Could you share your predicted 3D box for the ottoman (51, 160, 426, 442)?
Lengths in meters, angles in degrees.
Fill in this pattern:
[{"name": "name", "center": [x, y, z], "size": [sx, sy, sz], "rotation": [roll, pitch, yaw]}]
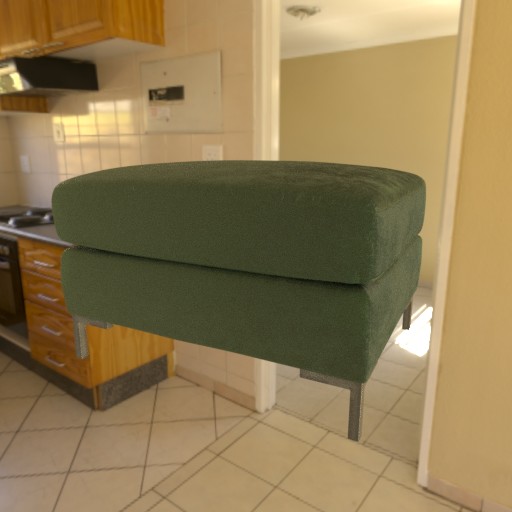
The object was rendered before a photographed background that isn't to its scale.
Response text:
[{"name": "ottoman", "center": [0.000, 0.000, 1.285], "size": [0.839, 0.538, 0.701], "rotation": [7, 15, 27]}]
